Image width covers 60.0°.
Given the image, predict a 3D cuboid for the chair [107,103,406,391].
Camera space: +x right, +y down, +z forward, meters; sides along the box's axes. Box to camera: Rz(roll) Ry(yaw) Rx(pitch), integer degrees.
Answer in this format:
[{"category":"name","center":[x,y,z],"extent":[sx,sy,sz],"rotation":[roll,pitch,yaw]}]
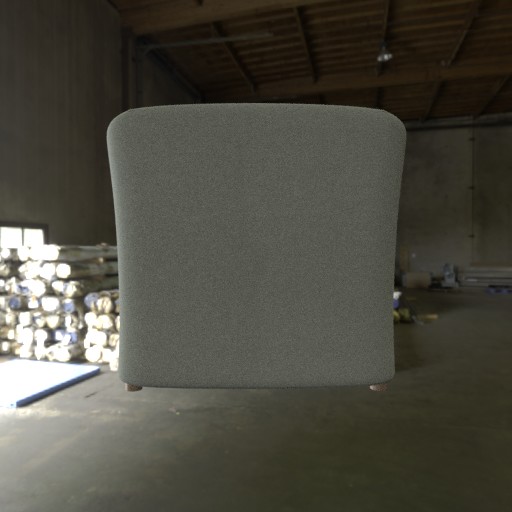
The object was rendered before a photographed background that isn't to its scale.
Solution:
[{"category":"chair","center":[0.000,0.000,1.360],"extent":[0.790,0.720,0.700],"rotation":[0,1,-1]}]
